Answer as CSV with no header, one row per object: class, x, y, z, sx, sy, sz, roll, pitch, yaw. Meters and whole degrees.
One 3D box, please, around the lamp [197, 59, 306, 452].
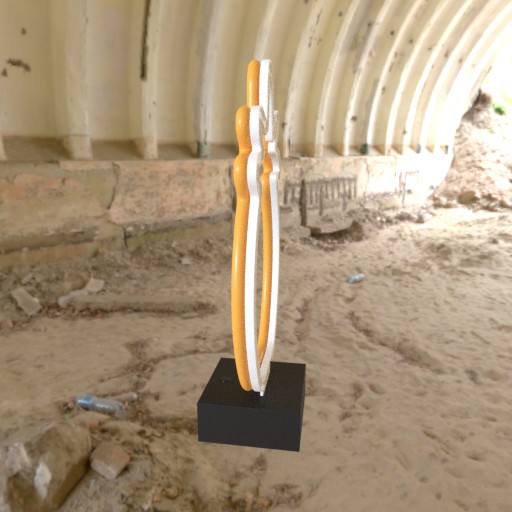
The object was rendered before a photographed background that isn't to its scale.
lamp,0.000,0.000,0.387,0.088,0.317,0.167,2,14,9
